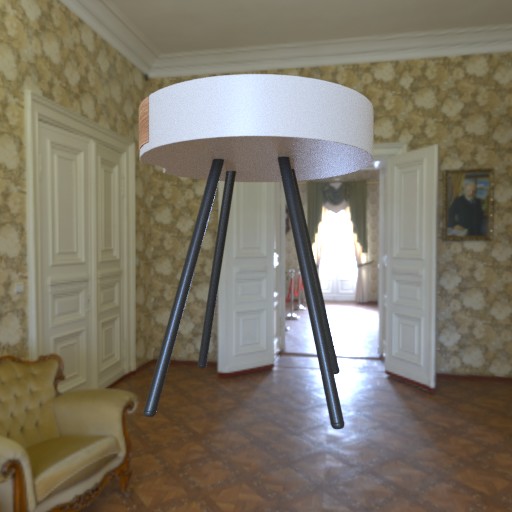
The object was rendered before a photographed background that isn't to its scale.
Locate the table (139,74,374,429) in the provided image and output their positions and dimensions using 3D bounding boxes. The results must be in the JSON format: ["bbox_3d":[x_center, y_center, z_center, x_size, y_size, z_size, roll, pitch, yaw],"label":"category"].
[{"bbox_3d":[0.000,0.000,0.850,0.450,0.525,0.450,0,1,0],"label":"table"}]
